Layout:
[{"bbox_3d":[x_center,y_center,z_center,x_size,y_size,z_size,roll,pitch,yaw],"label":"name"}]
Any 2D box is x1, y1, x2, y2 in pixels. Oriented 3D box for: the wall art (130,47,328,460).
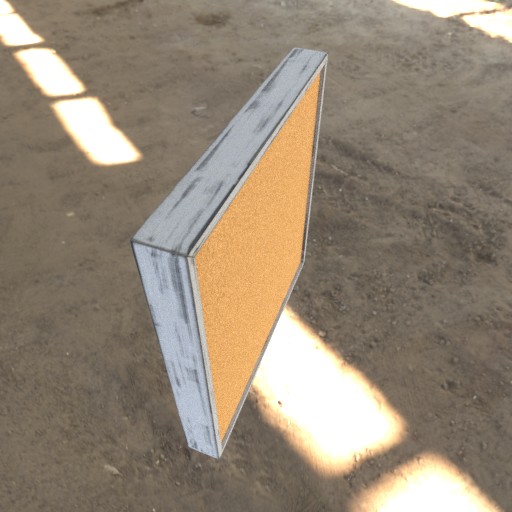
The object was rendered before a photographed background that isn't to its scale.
[{"bbox_3d":[0.000,0.000,0.454,0.036,0.303,0.303,16,48,15],"label":"wall art"}]
